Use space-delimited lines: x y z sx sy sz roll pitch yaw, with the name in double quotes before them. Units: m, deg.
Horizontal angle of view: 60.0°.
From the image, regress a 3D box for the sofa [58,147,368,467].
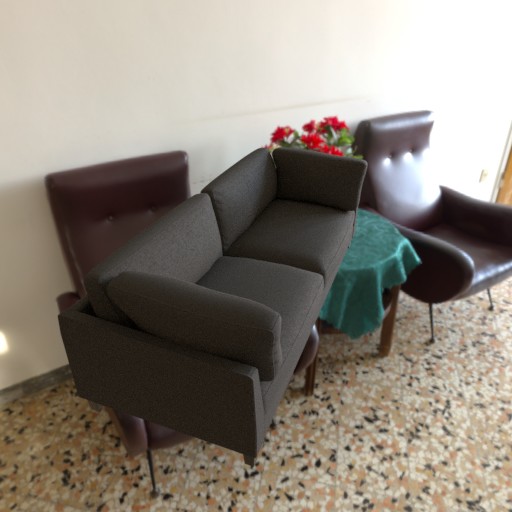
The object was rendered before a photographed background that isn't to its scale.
"sofa" 0.000 0.000 2.756 0.969 0.792 2.312 11 31 18
